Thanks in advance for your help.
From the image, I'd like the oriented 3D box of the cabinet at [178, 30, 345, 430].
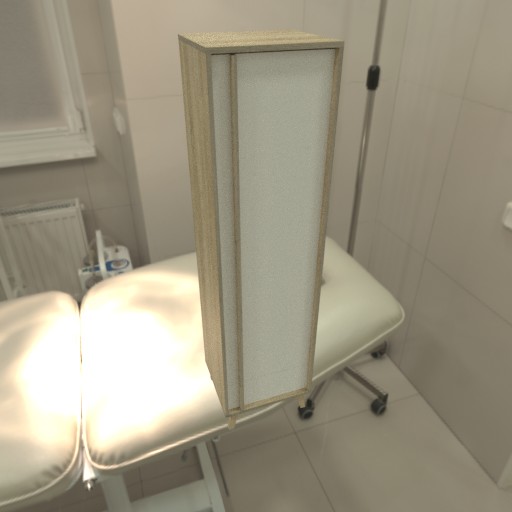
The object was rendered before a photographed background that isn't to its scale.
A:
[{"bbox_3d":[0.000,0.000,2.205,0.510,1.960,0.450,-11,34,-17],"label":"cabinet"}]
